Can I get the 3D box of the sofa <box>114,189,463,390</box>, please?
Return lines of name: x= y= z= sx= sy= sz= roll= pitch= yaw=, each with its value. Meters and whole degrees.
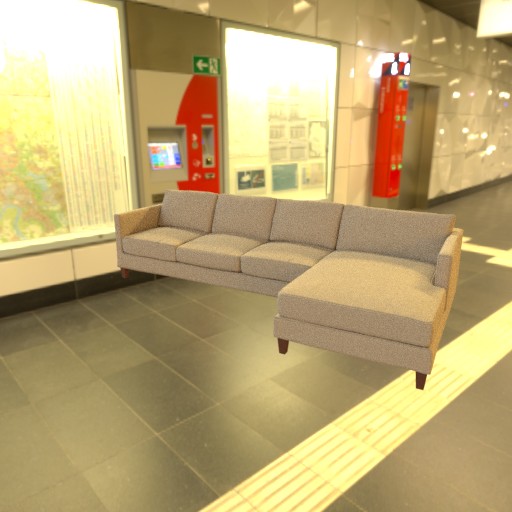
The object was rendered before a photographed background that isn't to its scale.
sofa: x=0.000 y=0.000 z=3.905 sx=3.186 sy=0.861 sz=1.625 roll=9 pitch=18 yaw=27
